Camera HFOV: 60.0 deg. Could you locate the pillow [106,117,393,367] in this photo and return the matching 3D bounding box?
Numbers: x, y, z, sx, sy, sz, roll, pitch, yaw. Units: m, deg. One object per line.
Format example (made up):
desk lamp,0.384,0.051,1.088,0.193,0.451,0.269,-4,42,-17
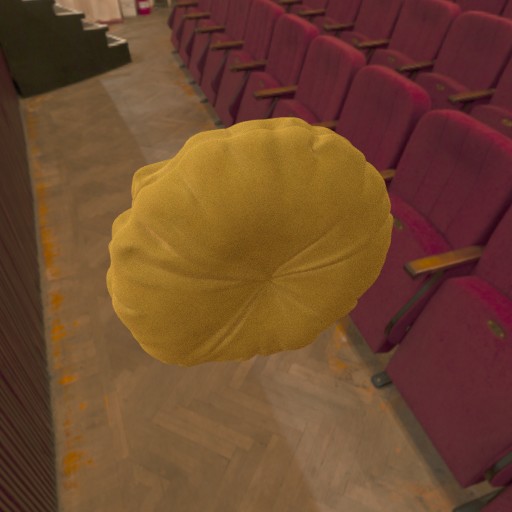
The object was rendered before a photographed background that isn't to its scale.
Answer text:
pillow,0.000,0.000,0.650,0.428,0.407,0.148,-12,42,-14
